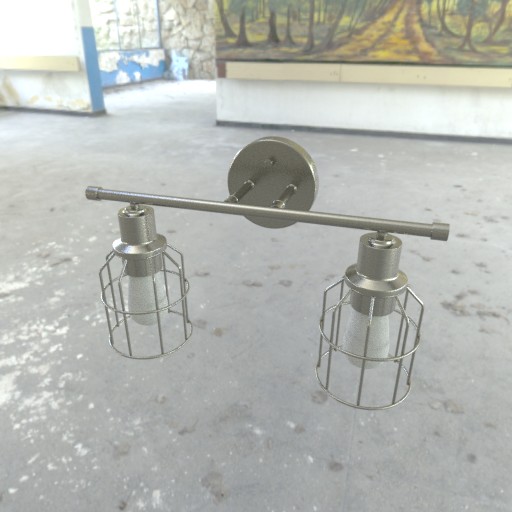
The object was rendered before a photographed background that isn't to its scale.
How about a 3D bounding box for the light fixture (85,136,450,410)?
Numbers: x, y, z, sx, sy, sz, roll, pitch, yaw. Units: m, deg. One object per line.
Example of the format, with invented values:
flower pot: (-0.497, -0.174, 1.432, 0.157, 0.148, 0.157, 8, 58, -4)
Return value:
light fixture: (0.000, 0.000, 0.537, 0.406, 0.254, 0.165, 8, 28, 15)
